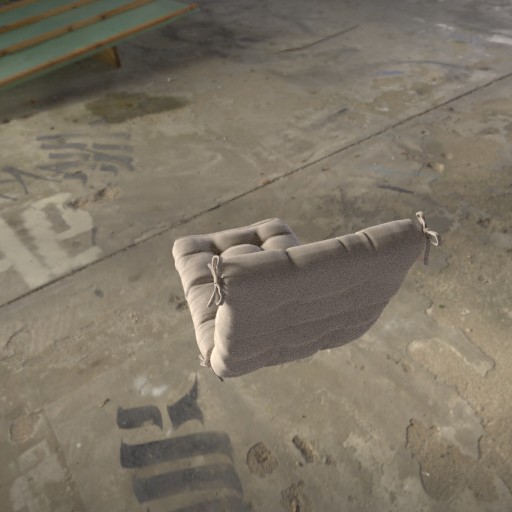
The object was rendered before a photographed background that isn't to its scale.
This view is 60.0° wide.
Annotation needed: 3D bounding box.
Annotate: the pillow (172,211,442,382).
[{"bbox_3d":[0.000,0.000,1.506,0.526,0.863,1.016,-13,44,-13],"label":"pillow"}]
